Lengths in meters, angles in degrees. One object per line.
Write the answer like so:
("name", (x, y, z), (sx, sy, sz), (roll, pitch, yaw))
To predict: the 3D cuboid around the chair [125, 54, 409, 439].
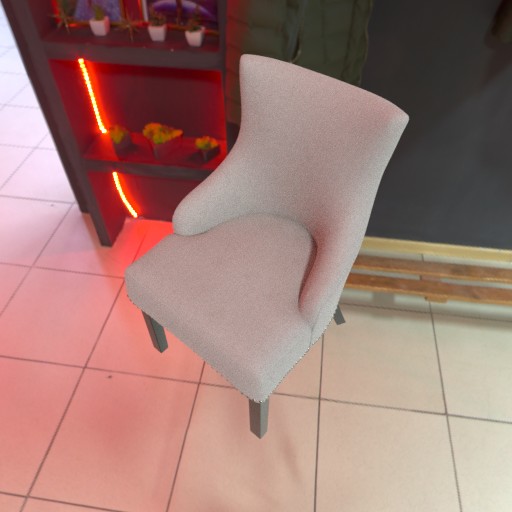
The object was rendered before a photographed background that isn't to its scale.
("chair", (0.000, 0.000, 1.321), (0.566, 0.909, 0.629), (32, 55, 26))
